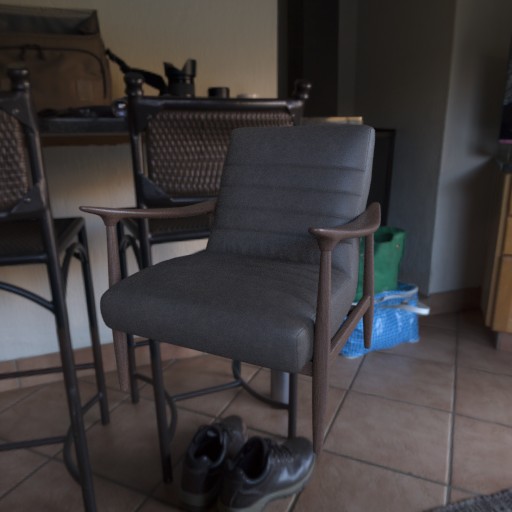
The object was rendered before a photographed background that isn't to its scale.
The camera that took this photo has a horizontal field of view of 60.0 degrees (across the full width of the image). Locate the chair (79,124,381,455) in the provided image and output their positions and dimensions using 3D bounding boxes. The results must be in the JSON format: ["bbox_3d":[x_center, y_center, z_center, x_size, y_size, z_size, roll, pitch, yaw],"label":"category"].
[{"bbox_3d":[0.000,0.000,1.439,0.741,0.831,0.798,7,17,26],"label":"chair"}]
